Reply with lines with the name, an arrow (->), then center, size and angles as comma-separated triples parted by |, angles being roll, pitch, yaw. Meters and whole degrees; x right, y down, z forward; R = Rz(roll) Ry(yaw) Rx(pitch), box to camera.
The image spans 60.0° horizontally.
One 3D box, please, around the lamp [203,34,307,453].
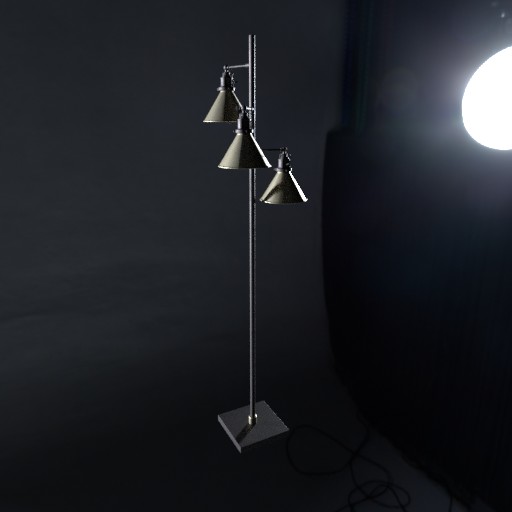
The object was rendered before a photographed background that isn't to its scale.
lamp -> 0.000, 0.000, 1.903 | 0.415, 1.716, 0.428 | -9, 19, -27
